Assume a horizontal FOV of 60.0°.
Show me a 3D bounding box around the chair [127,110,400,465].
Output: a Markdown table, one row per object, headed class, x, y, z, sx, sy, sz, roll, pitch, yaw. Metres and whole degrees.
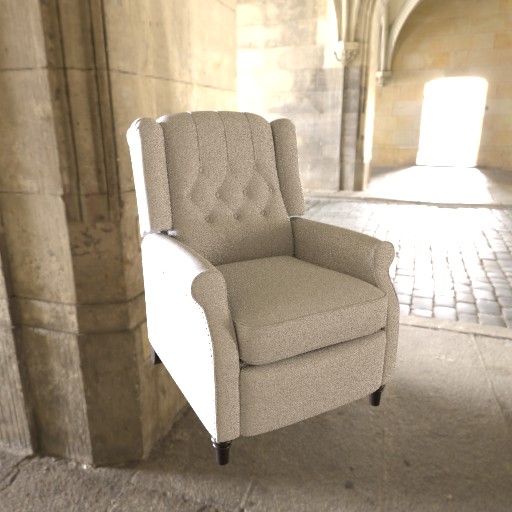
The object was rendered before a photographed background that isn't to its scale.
| class | x | y | z | sx | sy | sz | roll | pitch | yaw |
| --- | --- | --- | --- | --- | --- | --- | --- | --- | --- |
| chair | 0.000 | 0.000 | 1.633 | 0.742 | 1.035 | 0.902 | -9 | 19 | -27 |
